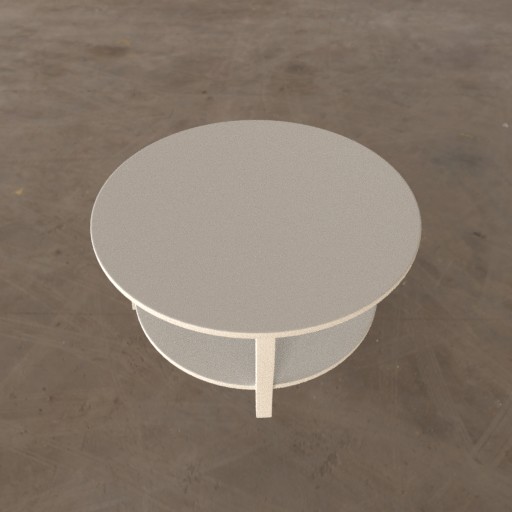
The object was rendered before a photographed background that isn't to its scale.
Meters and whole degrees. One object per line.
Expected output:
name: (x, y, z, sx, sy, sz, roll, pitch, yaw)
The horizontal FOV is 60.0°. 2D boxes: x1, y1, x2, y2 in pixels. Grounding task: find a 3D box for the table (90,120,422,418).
table: (0.000, 0.000, 1.420, 0.910, 0.457, 0.910, 0, 46, 0)
